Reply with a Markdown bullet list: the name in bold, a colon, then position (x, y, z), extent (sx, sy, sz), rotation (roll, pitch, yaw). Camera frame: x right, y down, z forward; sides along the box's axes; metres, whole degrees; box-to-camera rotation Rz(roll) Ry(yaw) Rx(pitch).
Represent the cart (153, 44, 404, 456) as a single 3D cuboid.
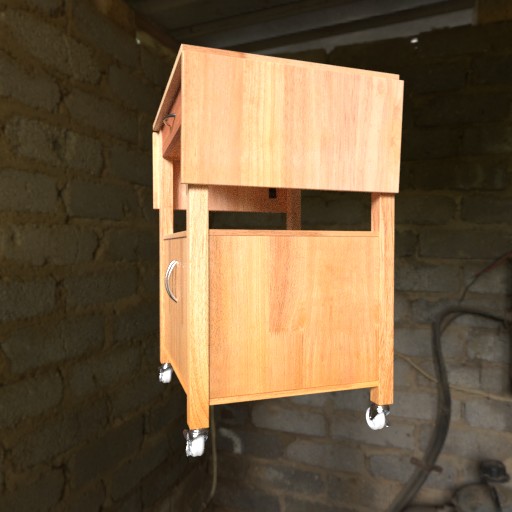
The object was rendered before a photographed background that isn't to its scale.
- **cart**: position (0.000, 0.000, 1.234), extent (0.508, 0.838, 0.640), rotation (0, 1, -18)
